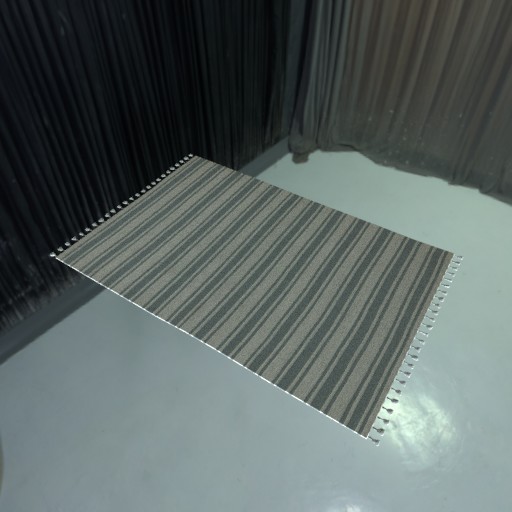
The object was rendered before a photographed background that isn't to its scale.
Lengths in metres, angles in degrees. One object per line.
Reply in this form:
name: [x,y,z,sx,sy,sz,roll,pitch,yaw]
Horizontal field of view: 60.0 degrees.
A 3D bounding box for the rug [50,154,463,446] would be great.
rug: [0.000,0.000,3.050,2.410,0.011,1.539,25,50,23]
